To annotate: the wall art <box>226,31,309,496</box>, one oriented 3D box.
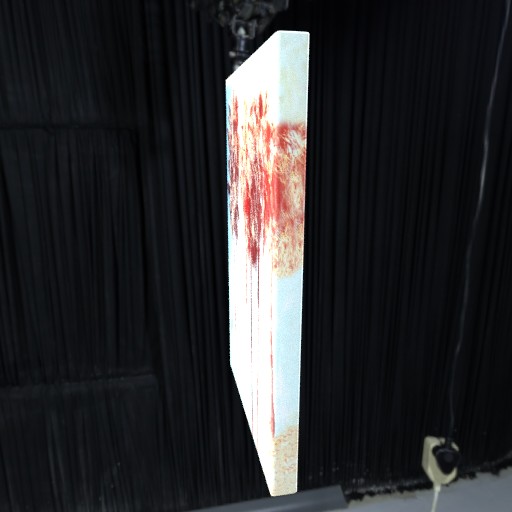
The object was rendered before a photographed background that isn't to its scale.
[{"bbox_3d":[0.000,0.000,0.750,0.038,0.610,0.401,-3,15,-11],"label":"wall art"}]
